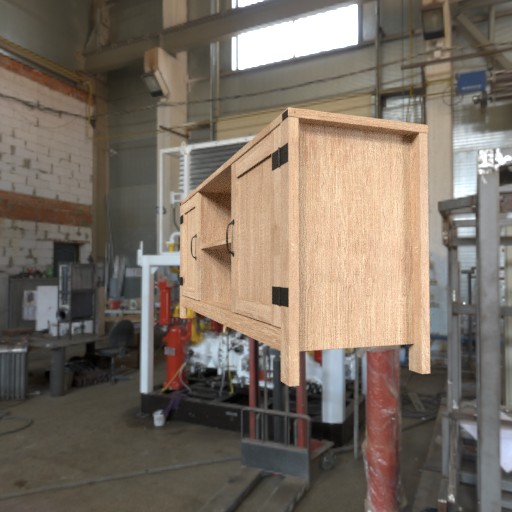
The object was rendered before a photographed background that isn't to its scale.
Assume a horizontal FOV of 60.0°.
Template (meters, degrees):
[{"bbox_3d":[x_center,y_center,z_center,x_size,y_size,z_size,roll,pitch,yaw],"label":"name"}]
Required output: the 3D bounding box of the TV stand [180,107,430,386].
[{"bbox_3d":[0.000,0.000,1.715,0.398,0.610,1.466,1,-2,-19],"label":"TV stand"}]
